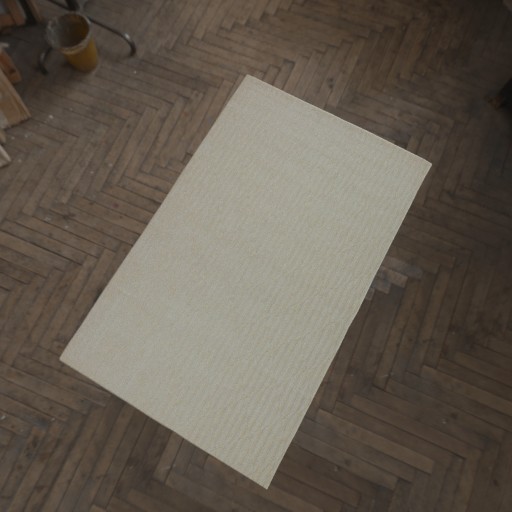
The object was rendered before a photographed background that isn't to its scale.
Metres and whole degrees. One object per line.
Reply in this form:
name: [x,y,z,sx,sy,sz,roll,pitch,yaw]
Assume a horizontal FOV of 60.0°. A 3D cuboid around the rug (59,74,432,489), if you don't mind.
rug: [0.000,0.000,3.000,1.531,0.014,2.441,29,77,7]
